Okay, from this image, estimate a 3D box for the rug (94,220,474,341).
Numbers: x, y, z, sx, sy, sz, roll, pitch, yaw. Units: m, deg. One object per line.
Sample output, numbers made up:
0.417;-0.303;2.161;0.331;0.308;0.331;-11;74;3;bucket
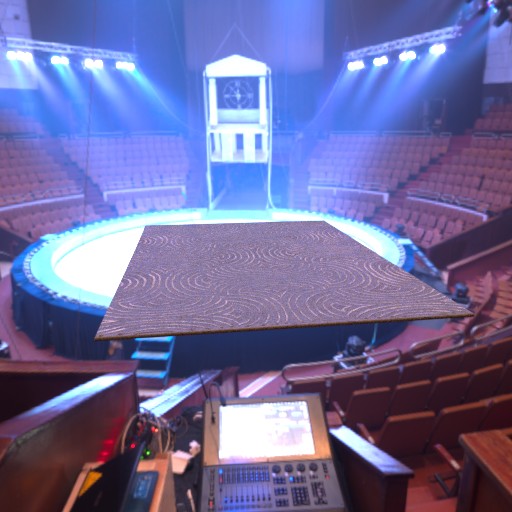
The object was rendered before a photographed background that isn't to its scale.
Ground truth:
0.000;0.000;2.781;1.543;0.015;2.144;-2;16;-8;rug
